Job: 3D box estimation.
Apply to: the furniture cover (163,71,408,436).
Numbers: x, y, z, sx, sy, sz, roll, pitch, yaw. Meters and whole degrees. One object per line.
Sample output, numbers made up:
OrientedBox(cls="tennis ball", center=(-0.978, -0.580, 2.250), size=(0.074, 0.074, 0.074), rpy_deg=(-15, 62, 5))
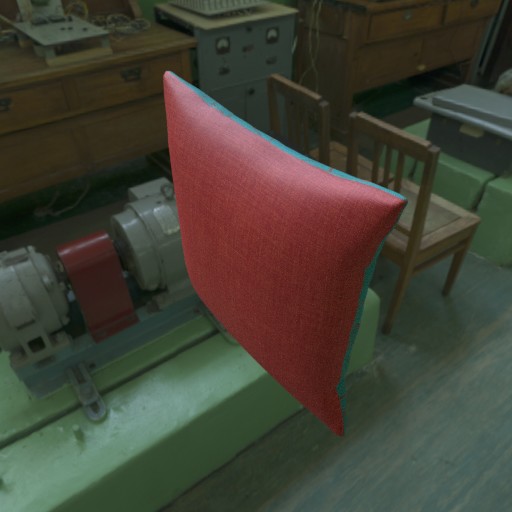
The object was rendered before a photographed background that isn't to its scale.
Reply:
OrientedBox(cls="furniture cover", center=(0.000, 0.000, 0.784), size=(0.158, 0.508, 0.517), rpy_deg=(-27, 48, -27))
